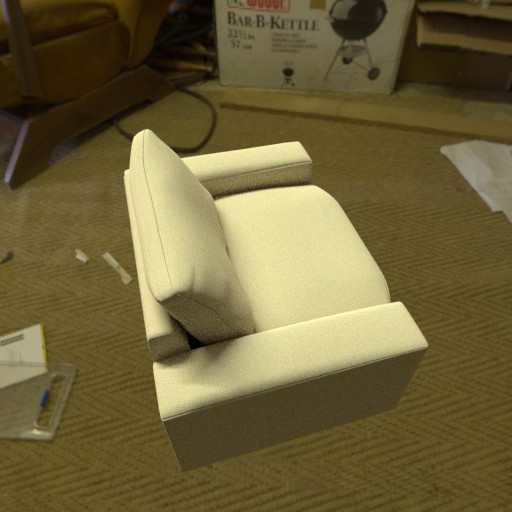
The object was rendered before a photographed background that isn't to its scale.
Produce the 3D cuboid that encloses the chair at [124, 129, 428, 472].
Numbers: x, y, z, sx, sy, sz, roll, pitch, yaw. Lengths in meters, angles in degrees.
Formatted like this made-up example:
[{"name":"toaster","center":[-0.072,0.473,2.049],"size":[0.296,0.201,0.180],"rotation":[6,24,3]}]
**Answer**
[{"name":"chair","center":[0.000,0.000,2.044],"size":[1.039,0.915,1.398],"rotation":[-12,49,-11]}]
